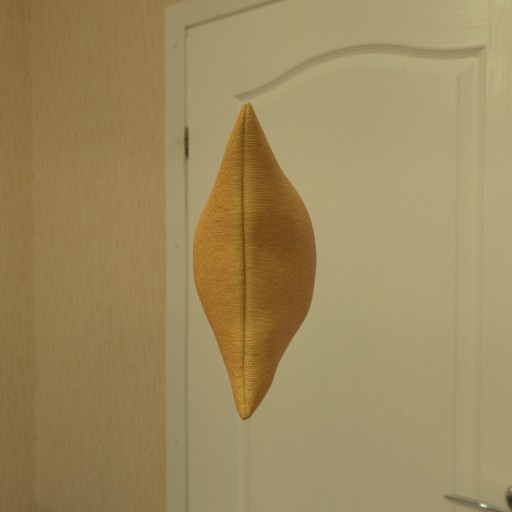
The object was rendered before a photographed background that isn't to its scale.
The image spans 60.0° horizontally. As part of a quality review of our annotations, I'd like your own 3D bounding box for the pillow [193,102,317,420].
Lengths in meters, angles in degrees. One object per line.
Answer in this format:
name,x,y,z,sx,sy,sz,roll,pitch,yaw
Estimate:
pillow,0.000,0.000,0.802,0.210,0.354,0.634,0,1,0
